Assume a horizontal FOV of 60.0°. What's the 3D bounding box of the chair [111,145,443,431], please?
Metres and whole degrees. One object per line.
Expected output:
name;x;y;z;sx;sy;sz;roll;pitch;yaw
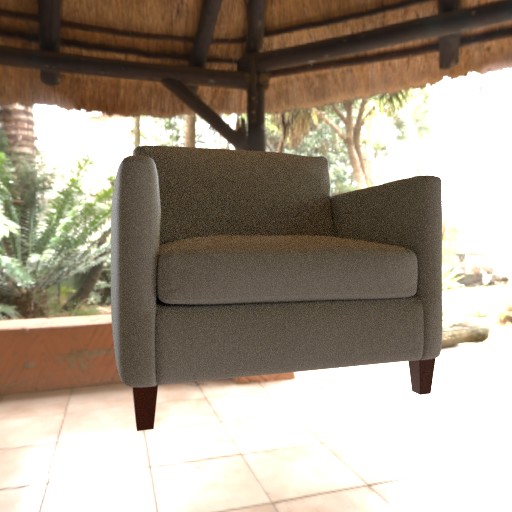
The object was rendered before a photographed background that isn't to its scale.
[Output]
chair;0.000;0.000;1.788;1.107;0.961;0.953;0;1;-19
